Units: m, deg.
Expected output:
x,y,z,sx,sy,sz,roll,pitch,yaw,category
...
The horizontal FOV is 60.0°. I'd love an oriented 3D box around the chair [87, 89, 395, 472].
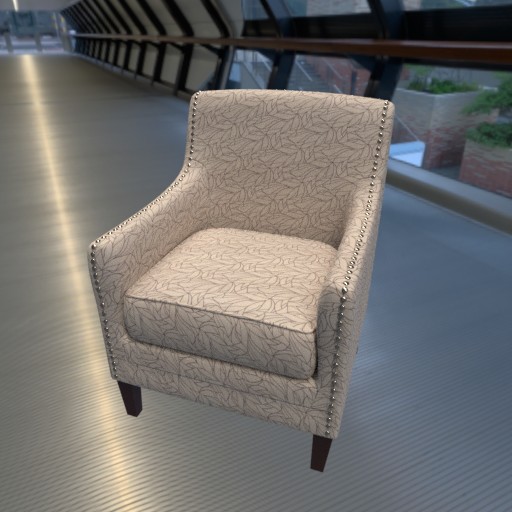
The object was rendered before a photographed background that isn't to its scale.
x,y,z,sx,sy,sz,roll,pitch,yaw,category
0.000,0.000,1.253,0.623,0.816,0.651,9,29,17,chair
